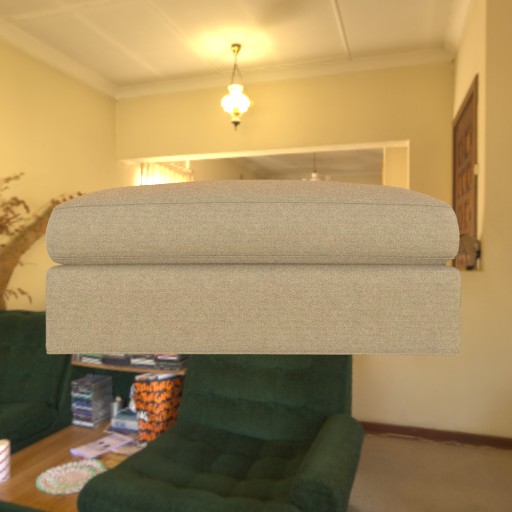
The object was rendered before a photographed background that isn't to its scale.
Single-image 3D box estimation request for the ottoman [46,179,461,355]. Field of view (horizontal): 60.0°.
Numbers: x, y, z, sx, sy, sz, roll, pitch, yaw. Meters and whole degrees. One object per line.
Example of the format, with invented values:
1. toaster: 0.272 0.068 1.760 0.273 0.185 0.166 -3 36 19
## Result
1. ottoman: 0.000 0.000 1.587 1.041 0.470 1.041 0 1 1
